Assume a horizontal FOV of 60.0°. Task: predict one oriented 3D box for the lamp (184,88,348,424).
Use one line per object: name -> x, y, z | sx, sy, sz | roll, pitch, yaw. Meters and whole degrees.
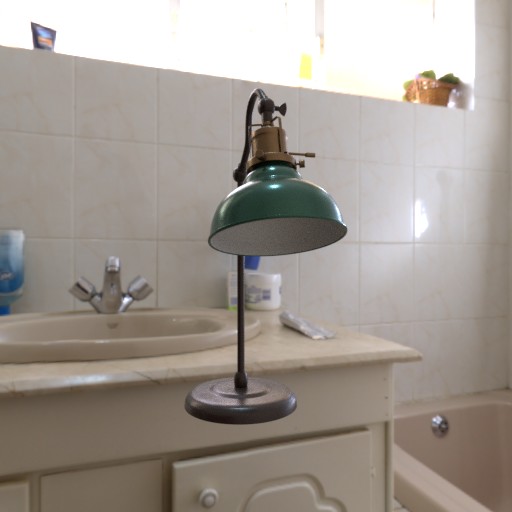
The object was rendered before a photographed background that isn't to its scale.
lamp -> 0.000, 0.000, 0.677 | 0.192, 0.508, 0.374 | 0, 0, -17
